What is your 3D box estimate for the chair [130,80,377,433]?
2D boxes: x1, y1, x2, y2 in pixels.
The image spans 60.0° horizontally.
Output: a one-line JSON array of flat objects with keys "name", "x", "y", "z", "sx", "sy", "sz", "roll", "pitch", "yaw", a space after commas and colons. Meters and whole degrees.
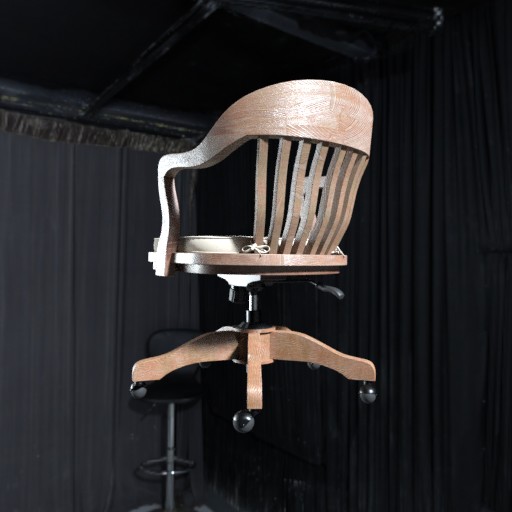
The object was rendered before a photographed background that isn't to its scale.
[{"name": "chair", "x": 0.000, "y": 0.000, "z": 1.458, "sx": 0.750, "sy": 0.878, "sz": 0.788, "roll": 1, "pitch": -1, "yaw": -36}]
